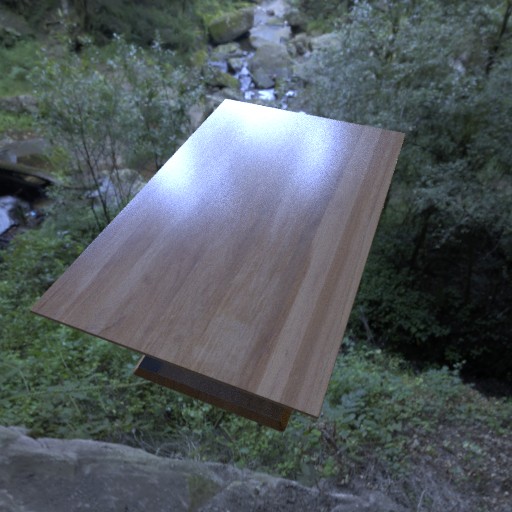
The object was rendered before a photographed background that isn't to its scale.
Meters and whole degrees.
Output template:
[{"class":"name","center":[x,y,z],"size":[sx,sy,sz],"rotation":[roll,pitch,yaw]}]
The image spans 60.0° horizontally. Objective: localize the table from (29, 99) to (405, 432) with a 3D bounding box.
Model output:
[{"class":"table","center":[0.000,0.000,1.446],"size":[0.692,0.441,1.100],"rotation":[16,48,15]}]
